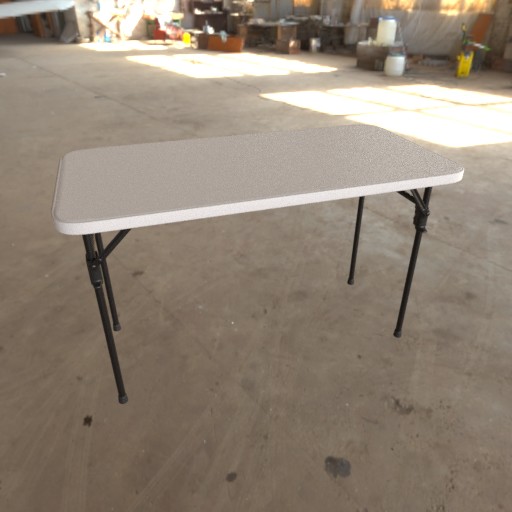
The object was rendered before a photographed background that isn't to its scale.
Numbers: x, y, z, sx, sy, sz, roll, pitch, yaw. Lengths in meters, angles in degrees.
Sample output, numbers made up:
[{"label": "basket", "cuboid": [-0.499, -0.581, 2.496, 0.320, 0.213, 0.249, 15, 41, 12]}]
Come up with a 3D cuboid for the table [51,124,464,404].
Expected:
[{"label": "table", "cuboid": [0.000, 0.000, 1.631, 1.219, 0.729, 0.610, -10, 32, -15]}]
